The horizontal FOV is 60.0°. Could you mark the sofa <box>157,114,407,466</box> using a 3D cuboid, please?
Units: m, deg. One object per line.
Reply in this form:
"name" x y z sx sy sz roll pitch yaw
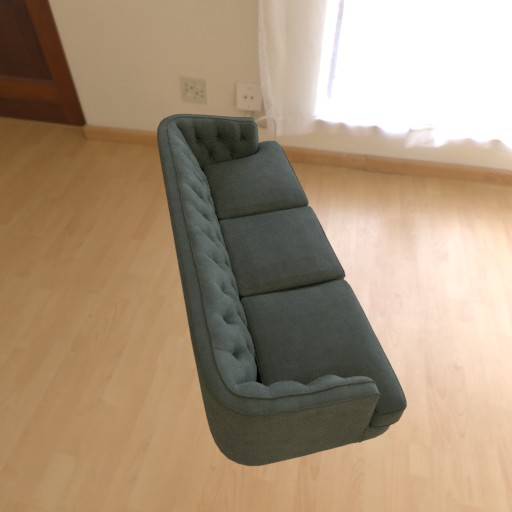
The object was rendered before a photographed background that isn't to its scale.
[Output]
"sofa" 0.000 0.000 2.732 0.941 0.855 2.278 -10 49 -9
